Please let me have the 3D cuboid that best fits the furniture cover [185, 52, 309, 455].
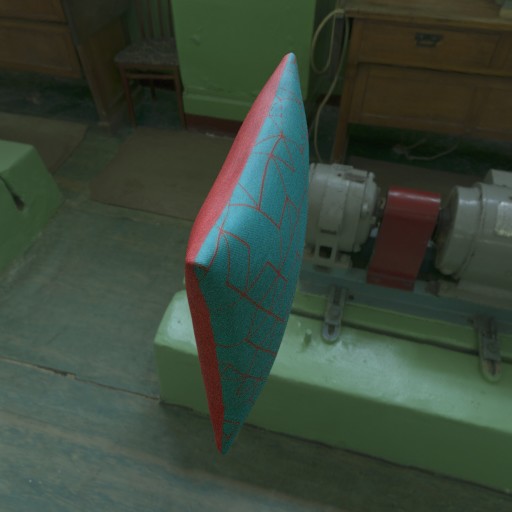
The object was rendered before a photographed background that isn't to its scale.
[{"bbox_3d":[0.000,0.000,0.781,0.158,0.508,0.517,10,48,9],"label":"furniture cover"}]
